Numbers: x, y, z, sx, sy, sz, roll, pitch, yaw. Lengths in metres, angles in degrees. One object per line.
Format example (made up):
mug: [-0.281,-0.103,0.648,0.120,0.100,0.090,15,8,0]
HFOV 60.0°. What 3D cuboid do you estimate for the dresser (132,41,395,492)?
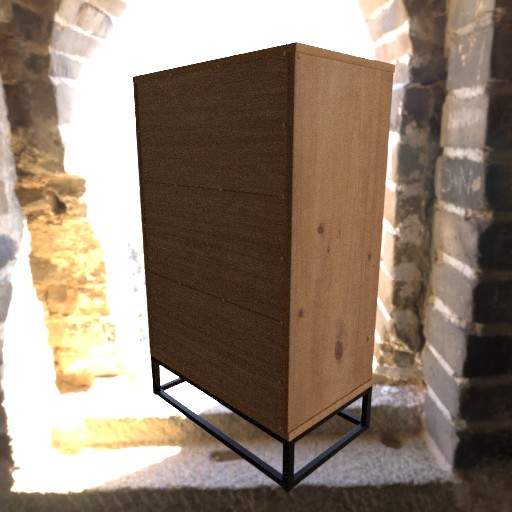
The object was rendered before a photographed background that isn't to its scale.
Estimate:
dresser: [0.000,0.000,1.594,0.479,1.240,0.761,-13,19,-42]
